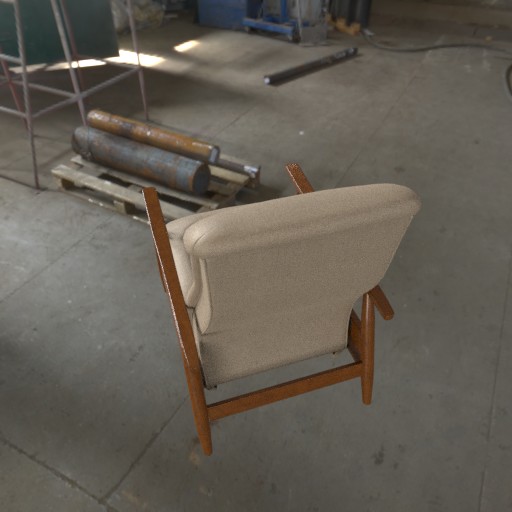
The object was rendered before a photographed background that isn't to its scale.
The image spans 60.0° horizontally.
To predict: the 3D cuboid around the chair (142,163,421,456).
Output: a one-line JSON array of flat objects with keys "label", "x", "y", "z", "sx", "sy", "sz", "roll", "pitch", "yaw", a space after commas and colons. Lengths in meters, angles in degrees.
[{"label": "chair", "x": 0.000, "y": 0.000, "z": 1.802, "sx": 0.762, "sy": 1.082, "sz": 1.032, "roll": -12, "pitch": 42, "yaw": -14}]
